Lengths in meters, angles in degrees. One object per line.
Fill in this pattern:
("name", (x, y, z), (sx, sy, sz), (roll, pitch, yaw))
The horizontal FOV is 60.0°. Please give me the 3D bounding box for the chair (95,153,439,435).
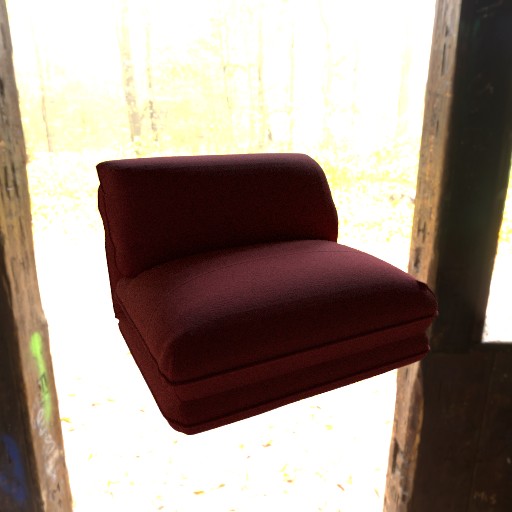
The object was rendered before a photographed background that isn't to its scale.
("chair", (0.000, 0.000, 1.368), (0.820, 0.580, 0.780), (-9, 19, -26))
